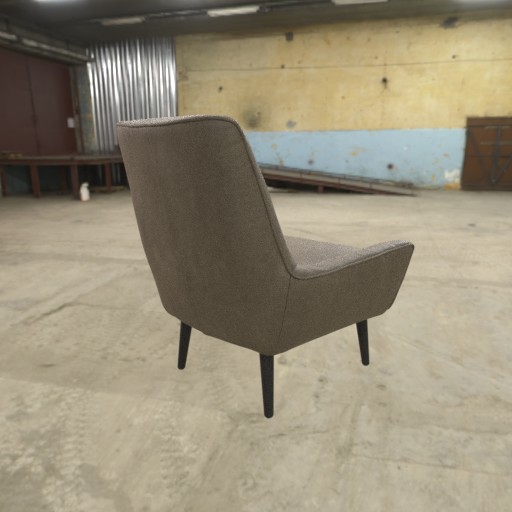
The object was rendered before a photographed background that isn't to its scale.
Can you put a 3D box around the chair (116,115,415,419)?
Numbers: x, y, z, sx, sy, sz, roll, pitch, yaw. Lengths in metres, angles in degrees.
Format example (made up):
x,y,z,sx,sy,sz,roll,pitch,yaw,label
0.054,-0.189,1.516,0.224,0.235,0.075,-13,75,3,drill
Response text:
x,y,z,sx,sy,sz,roll,pitch,yaw,label
0.000,0.000,1.533,0.787,0.888,0.824,13,19,42,chair
